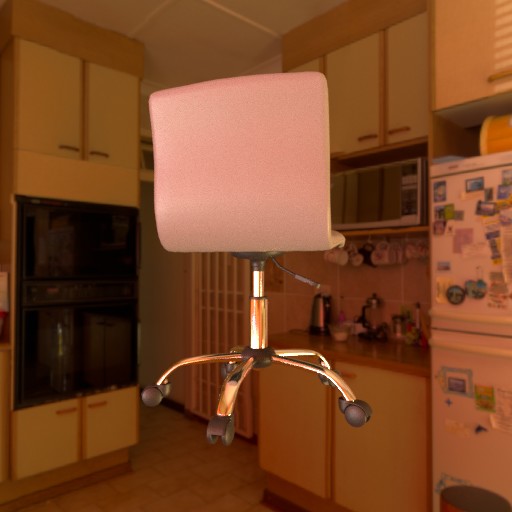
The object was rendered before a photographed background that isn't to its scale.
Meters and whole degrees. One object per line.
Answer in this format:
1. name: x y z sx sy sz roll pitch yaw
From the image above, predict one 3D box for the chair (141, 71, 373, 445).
1. chair: 0.000 0.000 1.115 0.569 0.750 0.542 0 -1 17
